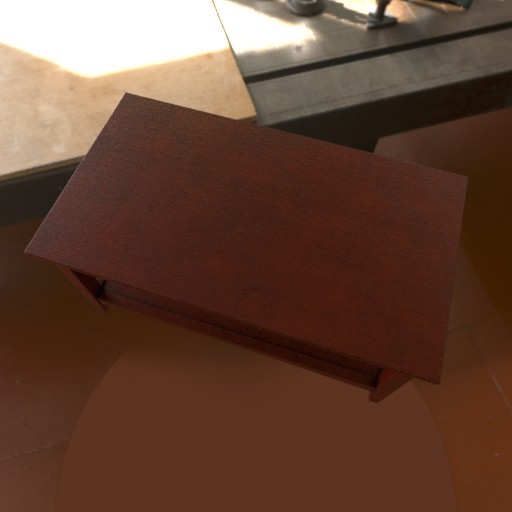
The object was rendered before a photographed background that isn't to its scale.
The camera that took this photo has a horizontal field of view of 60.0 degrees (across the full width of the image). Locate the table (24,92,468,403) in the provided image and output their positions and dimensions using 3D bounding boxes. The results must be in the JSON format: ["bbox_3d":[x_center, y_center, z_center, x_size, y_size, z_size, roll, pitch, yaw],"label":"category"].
[{"bbox_3d":[0.000,0.000,1.261,0.943,0.456,0.533,16,64,8],"label":"table"}]
